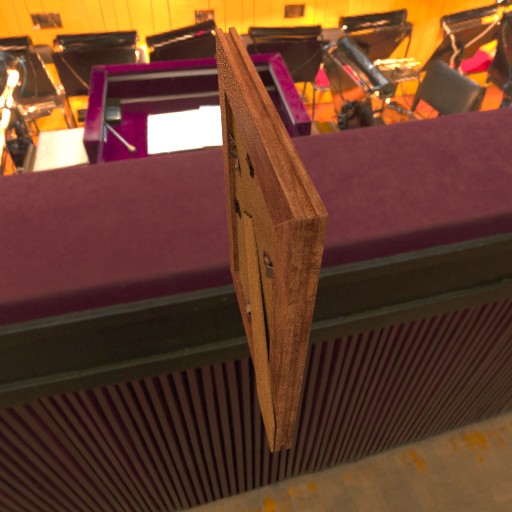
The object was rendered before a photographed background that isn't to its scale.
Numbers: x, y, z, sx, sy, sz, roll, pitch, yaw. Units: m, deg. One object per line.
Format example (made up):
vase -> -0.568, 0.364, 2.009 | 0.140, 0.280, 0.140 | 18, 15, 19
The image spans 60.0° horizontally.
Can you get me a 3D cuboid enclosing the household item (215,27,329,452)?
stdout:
household item -> 0.000, 0.000, 0.310 | 0.018, 0.237, 0.186 | -9, 48, -9
